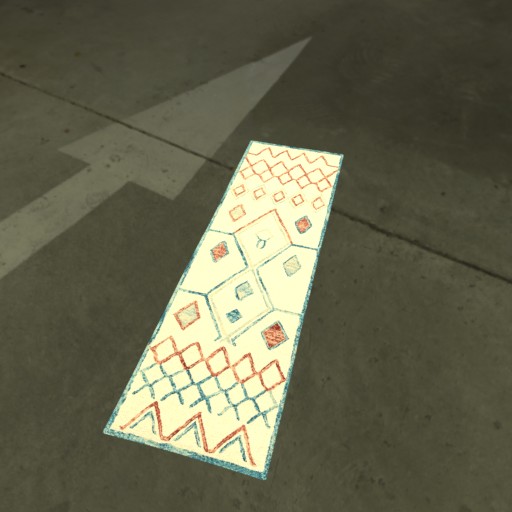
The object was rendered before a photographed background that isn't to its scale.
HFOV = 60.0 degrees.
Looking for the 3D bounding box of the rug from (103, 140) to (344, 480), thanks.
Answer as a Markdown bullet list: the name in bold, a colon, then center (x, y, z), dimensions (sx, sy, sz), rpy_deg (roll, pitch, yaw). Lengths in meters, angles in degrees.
- **rug**: center (0.000, 0.000, 2.704), dimensions (0.750, 0.011, 2.435), rpy_deg (11, 48, 10)
